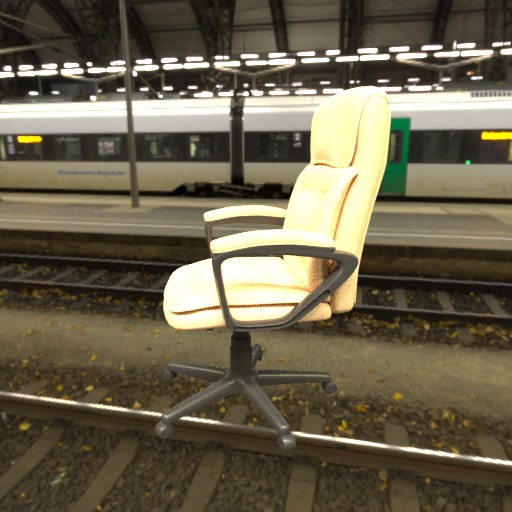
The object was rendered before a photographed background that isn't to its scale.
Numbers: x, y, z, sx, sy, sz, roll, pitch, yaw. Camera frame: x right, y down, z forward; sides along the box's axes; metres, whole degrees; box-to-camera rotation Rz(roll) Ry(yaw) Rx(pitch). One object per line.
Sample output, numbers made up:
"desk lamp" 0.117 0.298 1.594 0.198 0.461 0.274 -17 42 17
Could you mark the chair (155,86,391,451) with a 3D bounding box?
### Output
"chair" 0.000 0.000 1.549 0.724 1.105 0.667 -2 14 -8
